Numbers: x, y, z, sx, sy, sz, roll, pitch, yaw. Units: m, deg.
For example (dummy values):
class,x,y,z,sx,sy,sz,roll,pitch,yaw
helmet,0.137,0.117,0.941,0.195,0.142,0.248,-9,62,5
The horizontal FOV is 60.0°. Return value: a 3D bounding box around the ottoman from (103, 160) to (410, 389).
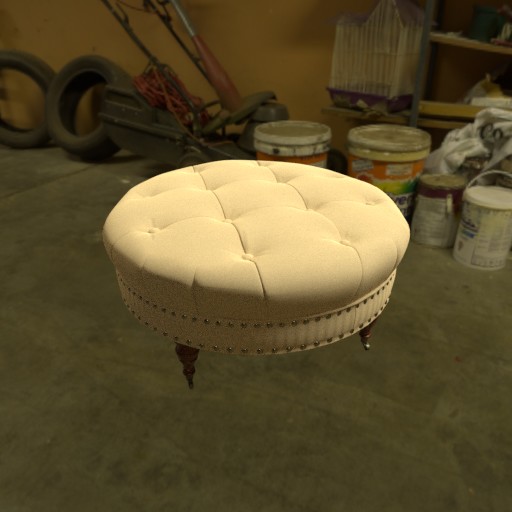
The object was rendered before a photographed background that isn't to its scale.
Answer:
class,x,y,z,sx,sy,sz,roll,pitch,yaw
ottoman,0.000,0.000,1.409,0.901,0.439,0.901,0,28,0
